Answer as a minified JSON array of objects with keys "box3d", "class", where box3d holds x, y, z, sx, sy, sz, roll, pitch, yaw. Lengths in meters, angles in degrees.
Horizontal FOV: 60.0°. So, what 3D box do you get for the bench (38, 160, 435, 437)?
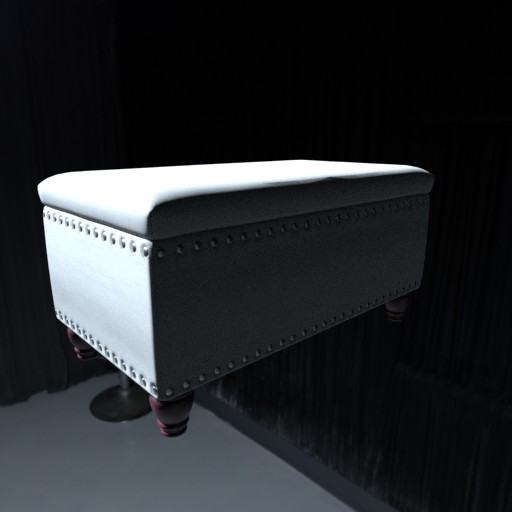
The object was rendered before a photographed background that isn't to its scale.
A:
[{"box3d":[0.000,0.000,1.157,0.887,0.449,0.500,-14,20,-41],"class":"bench"}]
